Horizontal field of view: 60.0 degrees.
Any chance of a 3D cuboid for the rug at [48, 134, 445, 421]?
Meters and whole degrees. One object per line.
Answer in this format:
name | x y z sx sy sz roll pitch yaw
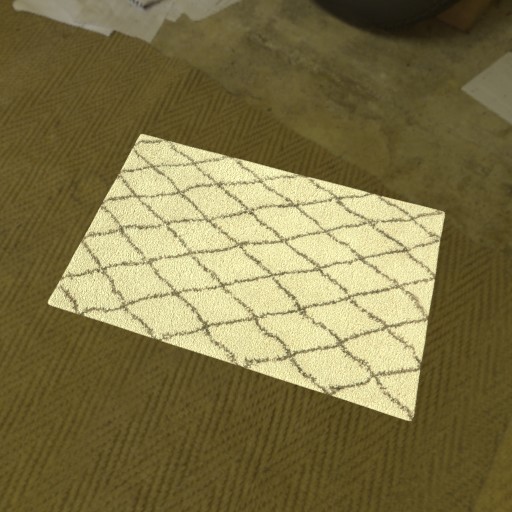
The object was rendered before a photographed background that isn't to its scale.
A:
rug | 0.000 0.000 3.109 2.438 0.030 1.524 16 65 8
